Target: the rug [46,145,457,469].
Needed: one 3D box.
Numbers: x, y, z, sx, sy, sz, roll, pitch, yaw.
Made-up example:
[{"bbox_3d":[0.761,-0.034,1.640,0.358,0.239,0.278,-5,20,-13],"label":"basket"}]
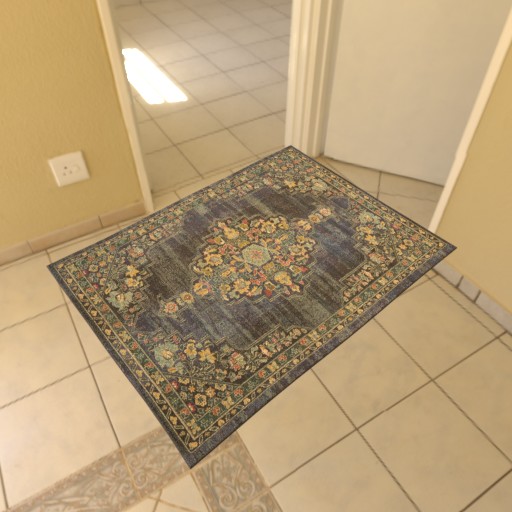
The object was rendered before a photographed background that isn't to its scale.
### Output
[{"bbox_3d":[0.000,0.000,4.846,3.612,0.035,2.716,-32,54,-26],"label":"rug"}]
